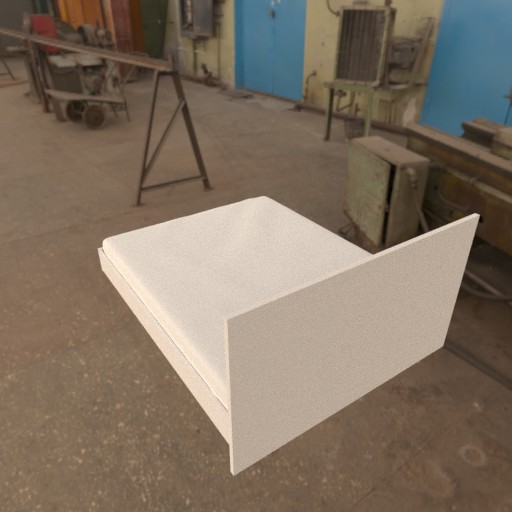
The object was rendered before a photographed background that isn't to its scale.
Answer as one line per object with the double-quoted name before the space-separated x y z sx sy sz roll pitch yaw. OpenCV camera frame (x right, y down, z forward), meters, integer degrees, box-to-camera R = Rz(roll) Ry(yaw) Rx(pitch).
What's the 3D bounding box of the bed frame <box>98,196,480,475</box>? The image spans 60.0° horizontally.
"bed frame" 0.000 0.000 3.155 1.711 1.001 2.100 -19 35 -29
